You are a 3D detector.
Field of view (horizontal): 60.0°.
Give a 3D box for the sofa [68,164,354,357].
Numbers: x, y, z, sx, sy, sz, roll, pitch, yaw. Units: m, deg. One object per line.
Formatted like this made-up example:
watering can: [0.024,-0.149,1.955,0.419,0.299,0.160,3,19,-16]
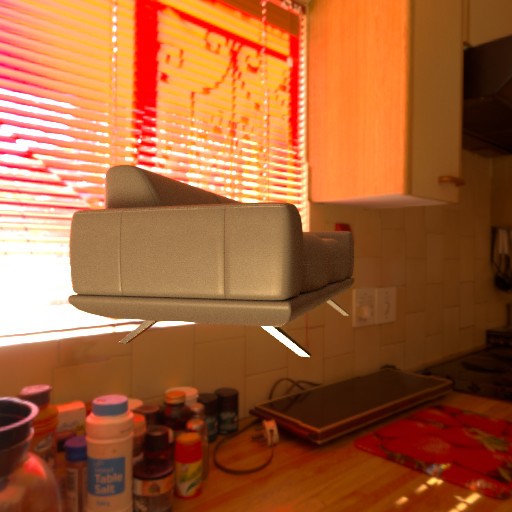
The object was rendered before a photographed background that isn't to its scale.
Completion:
sofa: [0.000,0.000,2.434,0.900,0.772,1.901,0,0,19]
